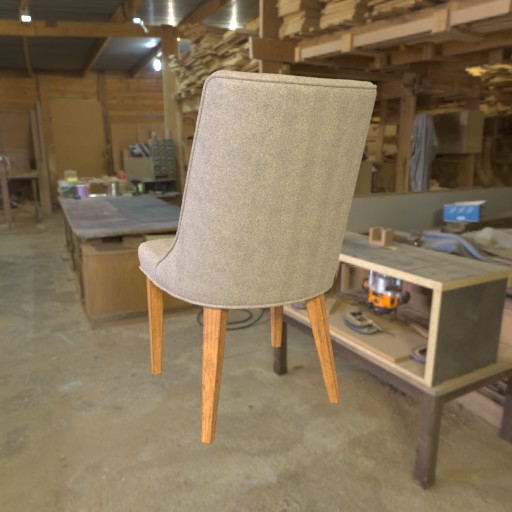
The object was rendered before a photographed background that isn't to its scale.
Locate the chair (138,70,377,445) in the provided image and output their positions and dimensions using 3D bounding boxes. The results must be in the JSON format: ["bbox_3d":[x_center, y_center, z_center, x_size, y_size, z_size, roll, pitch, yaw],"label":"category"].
[{"bbox_3d":[0.000,0.000,1.277,0.548,0.916,0.636,-7,16,-26],"label":"chair"}]
